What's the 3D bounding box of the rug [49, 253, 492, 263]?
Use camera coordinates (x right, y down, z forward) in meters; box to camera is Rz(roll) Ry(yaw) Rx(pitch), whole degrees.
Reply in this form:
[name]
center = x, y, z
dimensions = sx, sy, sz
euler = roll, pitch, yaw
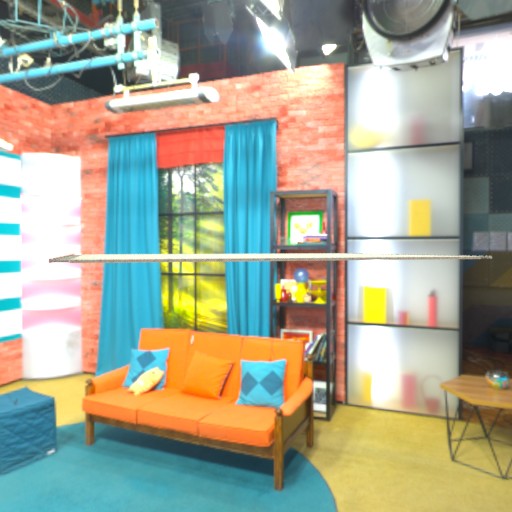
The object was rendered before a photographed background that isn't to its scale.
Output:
[rug]
center = 0.000, 0.000, 2.227
dimensions = 1.771, 0.015, 1.223
euler = 0, 1, -19
